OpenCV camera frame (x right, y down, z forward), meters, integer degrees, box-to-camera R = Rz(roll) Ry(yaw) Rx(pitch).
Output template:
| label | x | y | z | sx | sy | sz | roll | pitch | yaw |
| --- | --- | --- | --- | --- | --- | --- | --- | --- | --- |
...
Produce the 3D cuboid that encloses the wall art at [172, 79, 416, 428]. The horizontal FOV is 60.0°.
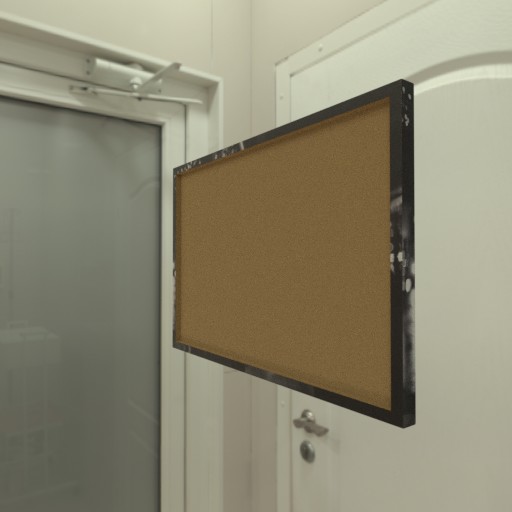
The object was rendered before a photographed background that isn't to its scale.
| label | x | y | z | sx | sy | sz | roll | pitch | yaw |
| --- | --- | --- | --- | --- | --- | --- | --- | --- | --- |
| wall art | 0.000 | 0.000 | 1.148 | 0.038 | 0.609 | 0.914 | 1 | -1 | -36 |
